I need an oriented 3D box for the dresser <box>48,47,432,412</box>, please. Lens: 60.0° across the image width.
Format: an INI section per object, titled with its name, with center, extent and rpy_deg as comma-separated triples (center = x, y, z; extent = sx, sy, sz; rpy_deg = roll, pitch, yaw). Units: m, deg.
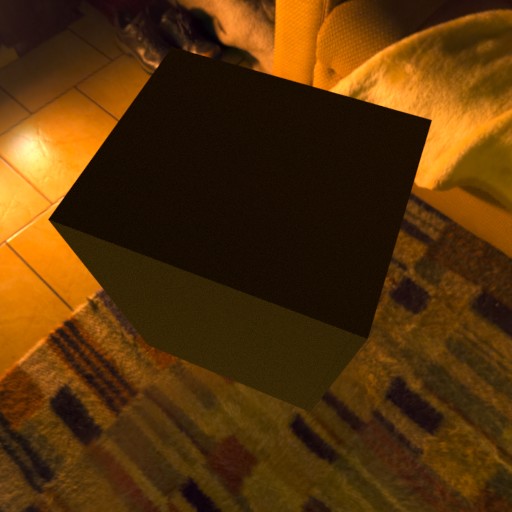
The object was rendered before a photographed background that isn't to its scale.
[dresser]
center = 0.000, 0.000, 0.829
extent = 0.400, 0.560, 0.360
rpy_deg = 20, 65, 10
